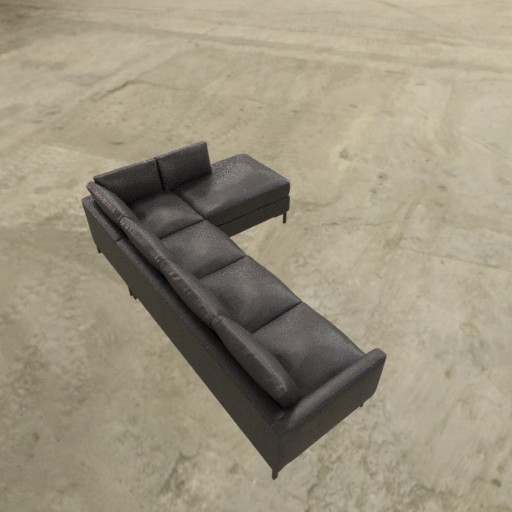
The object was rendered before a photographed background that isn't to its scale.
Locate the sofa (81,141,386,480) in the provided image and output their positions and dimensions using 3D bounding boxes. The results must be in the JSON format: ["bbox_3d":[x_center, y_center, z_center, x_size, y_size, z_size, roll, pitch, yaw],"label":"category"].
[{"bbox_3d":[0.000,0.000,3.864,1.938,0.877,2.984,-27,47,-28],"label":"sofa"}]
